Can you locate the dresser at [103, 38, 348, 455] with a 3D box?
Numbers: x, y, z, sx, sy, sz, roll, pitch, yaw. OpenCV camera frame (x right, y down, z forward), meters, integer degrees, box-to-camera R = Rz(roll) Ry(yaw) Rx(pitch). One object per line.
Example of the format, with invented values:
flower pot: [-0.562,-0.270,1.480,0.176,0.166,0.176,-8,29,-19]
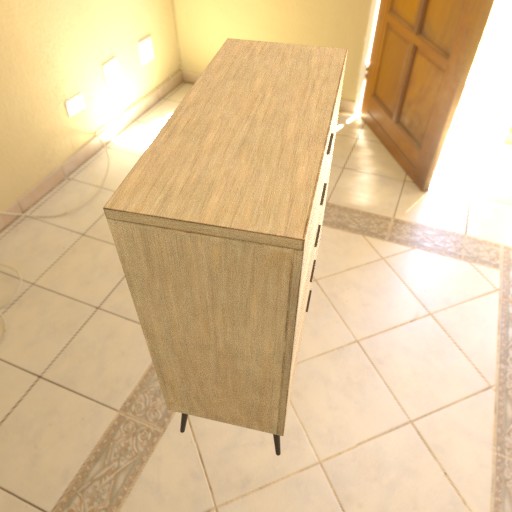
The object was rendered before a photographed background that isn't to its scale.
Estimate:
dresser: [0.000,0.000,1.717,0.457,1.219,1.016,9,47,9]
